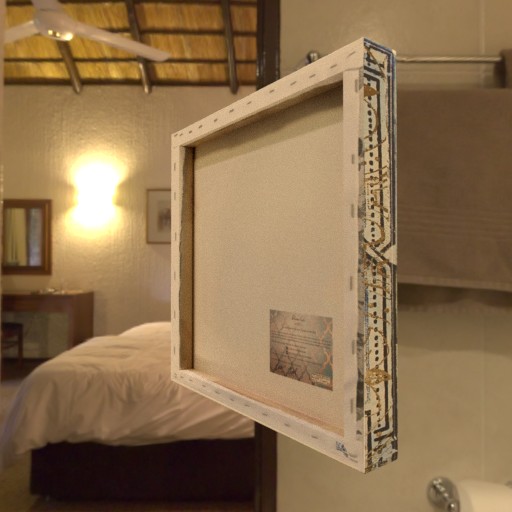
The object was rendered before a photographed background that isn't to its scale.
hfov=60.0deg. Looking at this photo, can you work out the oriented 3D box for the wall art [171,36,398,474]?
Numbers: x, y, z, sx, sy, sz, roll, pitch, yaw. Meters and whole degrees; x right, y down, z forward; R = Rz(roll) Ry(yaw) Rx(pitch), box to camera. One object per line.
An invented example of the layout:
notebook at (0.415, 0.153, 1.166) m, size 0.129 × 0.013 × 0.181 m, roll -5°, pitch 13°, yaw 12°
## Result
wall art at (0.000, 0.000, 0.441) m, size 0.038 × 0.306 × 0.302 m, roll 0°, pitch -1°, yaw -37°
